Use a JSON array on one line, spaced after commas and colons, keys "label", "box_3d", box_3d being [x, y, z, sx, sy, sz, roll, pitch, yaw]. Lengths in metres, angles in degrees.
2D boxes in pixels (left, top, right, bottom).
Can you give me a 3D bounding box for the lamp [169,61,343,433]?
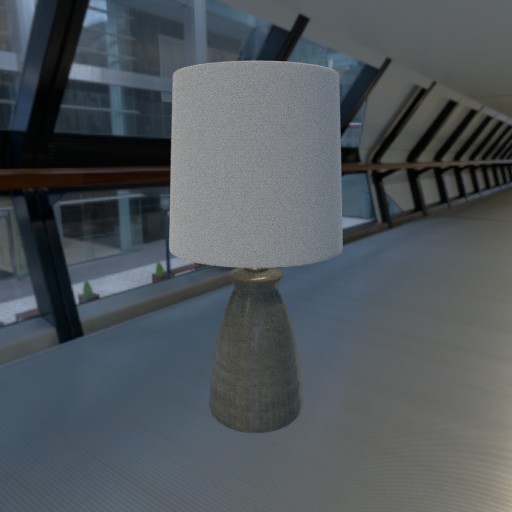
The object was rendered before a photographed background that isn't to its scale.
[{"label": "lamp", "box_3d": [0.000, 0.000, 0.487, 0.186, 0.369, 0.186, 0, 13, 0]}]
